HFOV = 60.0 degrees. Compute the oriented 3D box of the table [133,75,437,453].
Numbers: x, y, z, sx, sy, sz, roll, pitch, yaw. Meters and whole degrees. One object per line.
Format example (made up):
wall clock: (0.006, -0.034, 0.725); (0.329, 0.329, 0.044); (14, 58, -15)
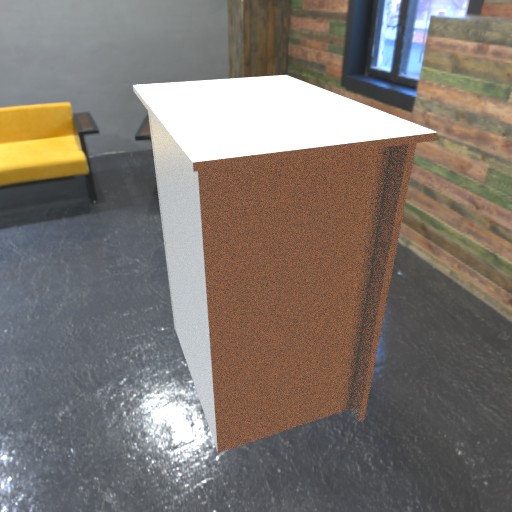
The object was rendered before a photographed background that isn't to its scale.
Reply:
table: (0.000, 0.000, 1.072); (0.406, 0.711, 0.589); (-11, 33, -18)
